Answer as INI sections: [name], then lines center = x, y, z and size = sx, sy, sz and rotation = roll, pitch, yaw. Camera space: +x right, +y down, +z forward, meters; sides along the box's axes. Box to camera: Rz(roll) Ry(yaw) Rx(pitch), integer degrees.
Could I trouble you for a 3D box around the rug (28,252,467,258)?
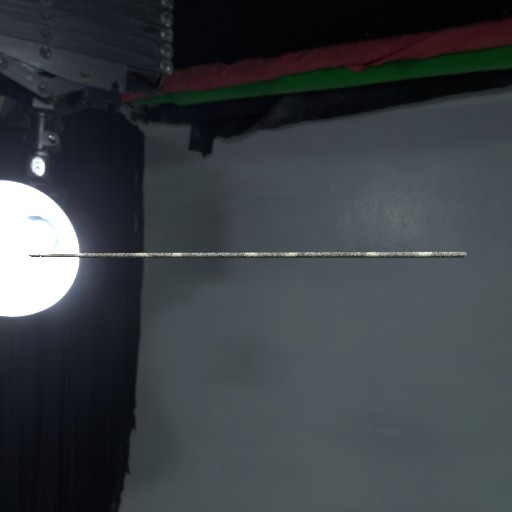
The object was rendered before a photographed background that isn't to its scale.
[rug]
center = 0.000, 0.000, 2.969
size = 2.348, 0.025, 1.501
rotation = 0, 0, 16
